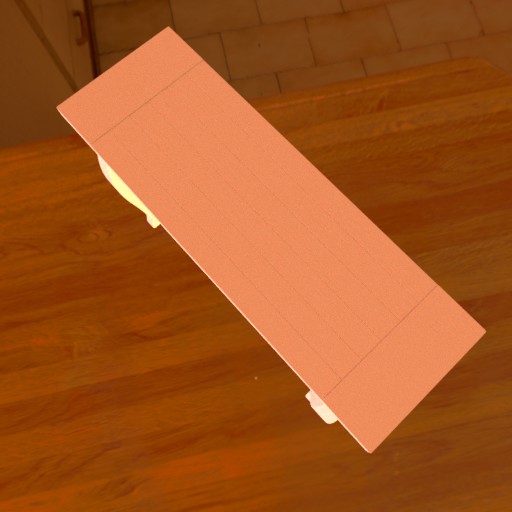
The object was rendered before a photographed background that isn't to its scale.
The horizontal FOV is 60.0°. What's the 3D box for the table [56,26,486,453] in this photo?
[{"bbox_3d":[0.000,0.000,1.383,0.373,0.768,1.062,-41,79,-10],"label":"table"}]
